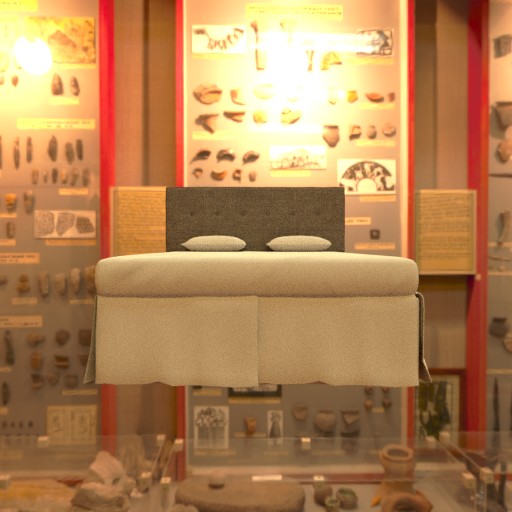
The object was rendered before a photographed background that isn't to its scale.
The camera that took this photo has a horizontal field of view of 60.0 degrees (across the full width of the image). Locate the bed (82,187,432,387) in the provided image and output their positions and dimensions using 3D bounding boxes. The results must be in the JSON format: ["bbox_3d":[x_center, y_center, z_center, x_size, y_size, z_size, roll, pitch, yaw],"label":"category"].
[{"bbox_3d":[0.000,0.000,2.987,1.621,1.168,1.958,0,1,0],"label":"bed"}]
